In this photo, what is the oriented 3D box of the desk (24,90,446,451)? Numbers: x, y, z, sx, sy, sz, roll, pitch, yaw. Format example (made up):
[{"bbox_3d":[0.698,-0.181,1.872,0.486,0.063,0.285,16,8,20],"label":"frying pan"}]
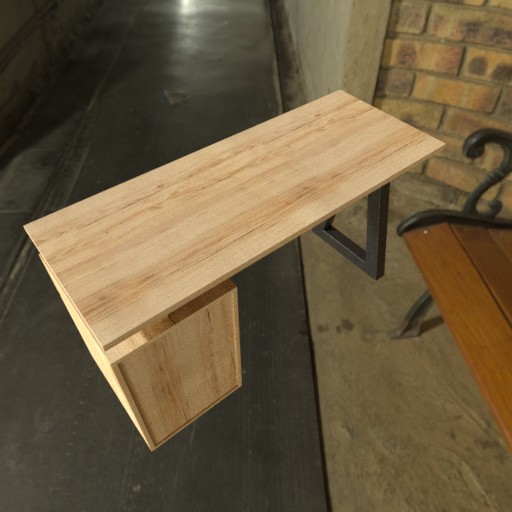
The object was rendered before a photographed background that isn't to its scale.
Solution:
[{"bbox_3d":[0.000,0.000,1.798,1.400,0.760,0.550,-31,54,-25],"label":"desk"}]
